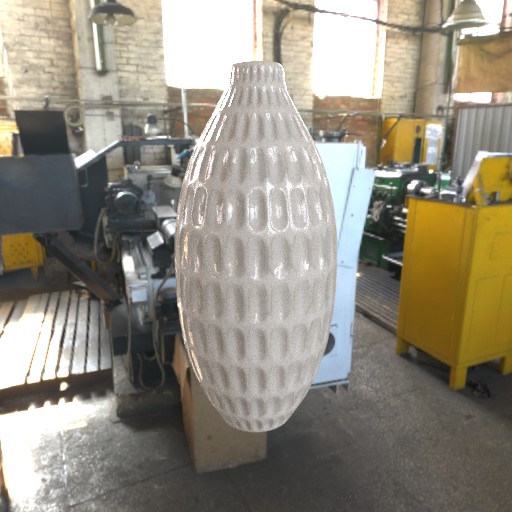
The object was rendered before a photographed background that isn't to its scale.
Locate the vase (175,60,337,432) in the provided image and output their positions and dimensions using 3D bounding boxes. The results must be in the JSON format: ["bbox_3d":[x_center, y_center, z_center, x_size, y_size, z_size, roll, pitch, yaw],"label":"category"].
[{"bbox_3d":[0.000,0.000,0.352,0.127,0.282,0.127,0,15,0],"label":"vase"}]
